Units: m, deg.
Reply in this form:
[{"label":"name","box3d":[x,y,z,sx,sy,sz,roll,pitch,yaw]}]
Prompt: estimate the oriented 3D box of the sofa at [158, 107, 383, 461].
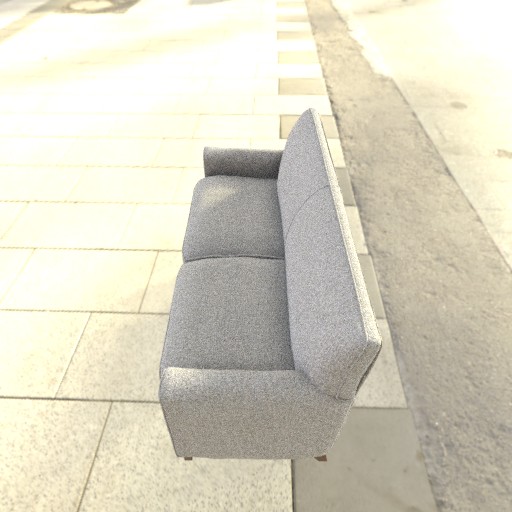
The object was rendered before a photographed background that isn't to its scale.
[{"label":"sofa","box3d":[0.000,0.000,2.504,0.854,0.942,2.026,0,40,0]}]
